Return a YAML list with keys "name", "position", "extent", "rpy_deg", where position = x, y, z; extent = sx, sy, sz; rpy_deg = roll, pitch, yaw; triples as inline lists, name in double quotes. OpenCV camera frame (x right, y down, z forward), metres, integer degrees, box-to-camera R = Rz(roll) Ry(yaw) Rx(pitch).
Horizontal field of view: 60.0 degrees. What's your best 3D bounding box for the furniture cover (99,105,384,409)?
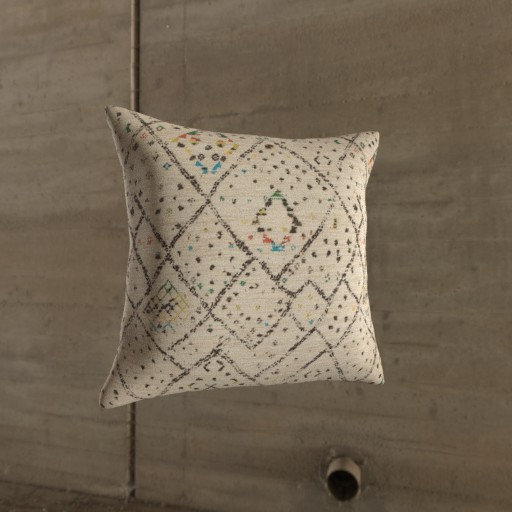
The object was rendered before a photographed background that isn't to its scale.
- name: "furniture cover"
  position: [0.000, 0.000, 0.793]
  extent: [0.525, 0.498, 0.180]
  rpy_deg: [0, -1, -19]
